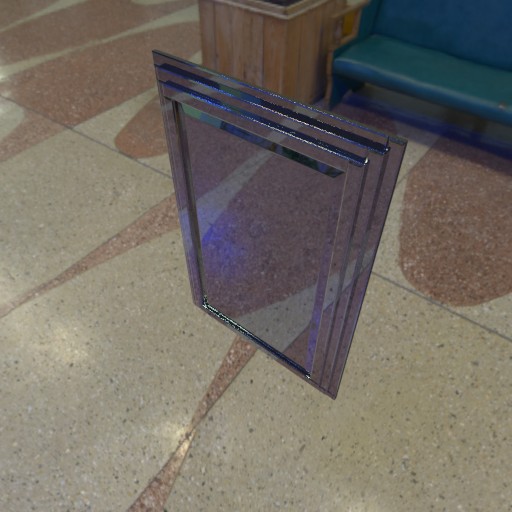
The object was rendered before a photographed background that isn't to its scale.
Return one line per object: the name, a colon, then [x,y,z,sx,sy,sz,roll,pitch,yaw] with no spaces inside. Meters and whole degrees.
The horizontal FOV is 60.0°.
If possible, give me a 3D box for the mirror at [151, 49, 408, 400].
mirror: [0.000,0.000,1.182,0.613,0.914,0.039,30,53,26]
